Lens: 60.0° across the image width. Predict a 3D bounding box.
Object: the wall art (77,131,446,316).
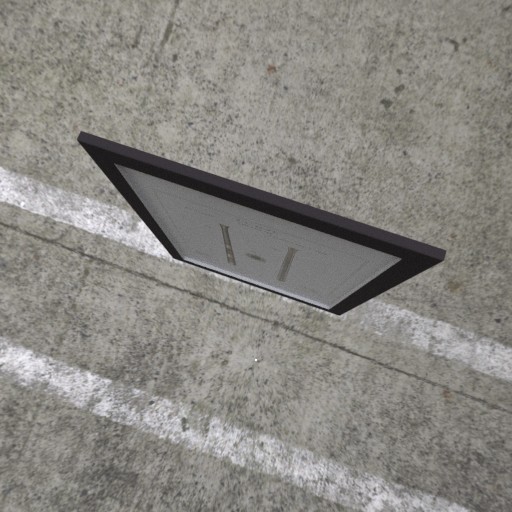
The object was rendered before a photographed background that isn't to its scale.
[{"bbox_3d":[0.000,0.000,0.684,0.374,0.529,0.012,19,78,4],"label":"wall art"}]
